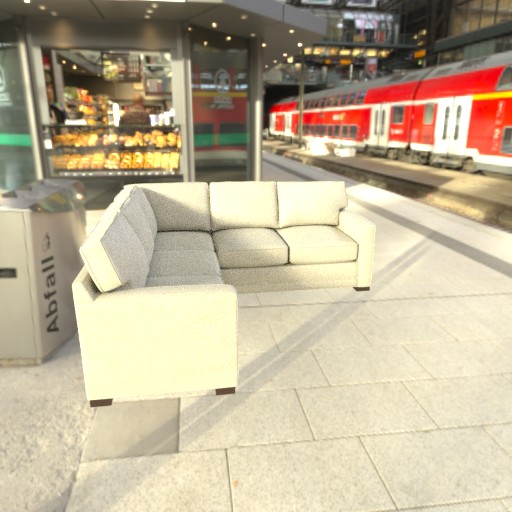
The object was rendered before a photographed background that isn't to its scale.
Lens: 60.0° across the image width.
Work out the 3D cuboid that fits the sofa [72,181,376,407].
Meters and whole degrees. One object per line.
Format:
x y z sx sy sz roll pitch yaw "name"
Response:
0.000 0.000 3.425 2.211 0.936 2.188 -3 17 -10 "sofa"
